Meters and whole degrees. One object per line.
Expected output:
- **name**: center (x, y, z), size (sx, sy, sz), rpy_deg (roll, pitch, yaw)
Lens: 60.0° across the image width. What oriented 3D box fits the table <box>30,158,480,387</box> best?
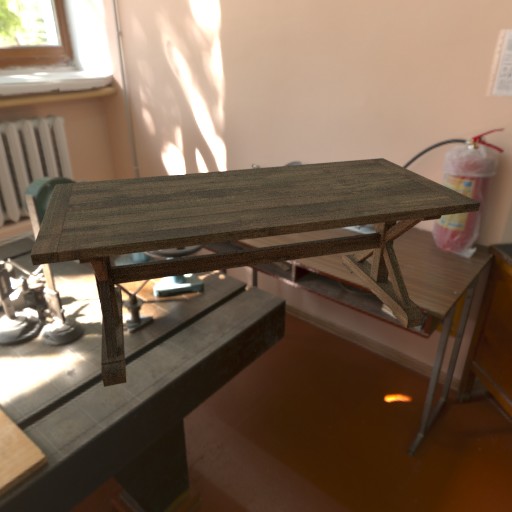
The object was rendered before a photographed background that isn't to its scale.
- **table**: center (0.000, 0.000, 2.469), size (2.031, 0.733, 0.907), rpy_deg (-8, 28, -15)
